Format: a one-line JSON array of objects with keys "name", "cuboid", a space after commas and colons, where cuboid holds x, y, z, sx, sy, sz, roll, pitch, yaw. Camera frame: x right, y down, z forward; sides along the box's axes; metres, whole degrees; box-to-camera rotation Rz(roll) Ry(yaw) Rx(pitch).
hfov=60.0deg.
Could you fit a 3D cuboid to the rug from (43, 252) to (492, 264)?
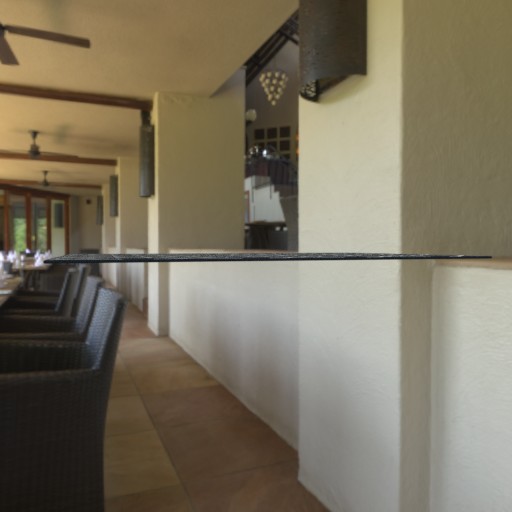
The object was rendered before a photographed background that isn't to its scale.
[{"name": "rug", "cuboid": [0.000, 0.000, 2.812, 2.290, 0.014, 1.526, 0, 1, -20]}]
